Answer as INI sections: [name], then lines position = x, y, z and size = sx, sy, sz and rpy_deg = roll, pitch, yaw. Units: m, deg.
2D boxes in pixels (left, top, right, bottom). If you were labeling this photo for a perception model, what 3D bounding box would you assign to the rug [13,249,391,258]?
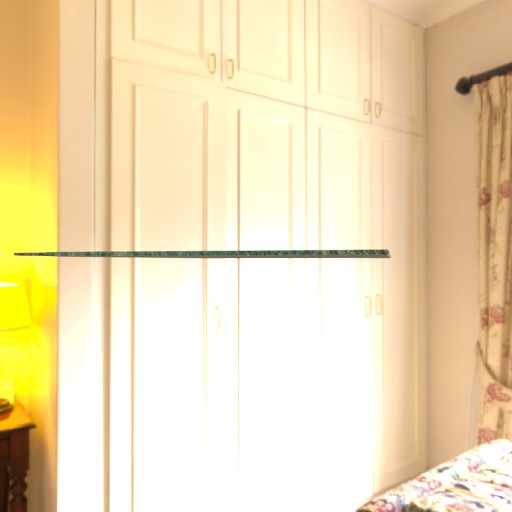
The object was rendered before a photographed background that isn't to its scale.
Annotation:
[rug]
position = 0.000, 0.000, 4.138
size = 2.405, 0.027, 3.217
rpy_deg = 0, -1, 17
